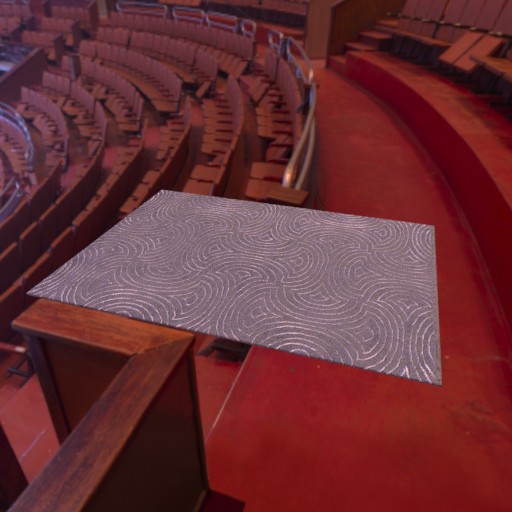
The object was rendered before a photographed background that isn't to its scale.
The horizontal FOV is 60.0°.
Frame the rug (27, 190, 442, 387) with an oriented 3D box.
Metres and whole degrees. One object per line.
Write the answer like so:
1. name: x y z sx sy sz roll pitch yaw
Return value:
1. rug: 0.000 0.000 2.774 2.144 0.015 1.543 9 32 15
